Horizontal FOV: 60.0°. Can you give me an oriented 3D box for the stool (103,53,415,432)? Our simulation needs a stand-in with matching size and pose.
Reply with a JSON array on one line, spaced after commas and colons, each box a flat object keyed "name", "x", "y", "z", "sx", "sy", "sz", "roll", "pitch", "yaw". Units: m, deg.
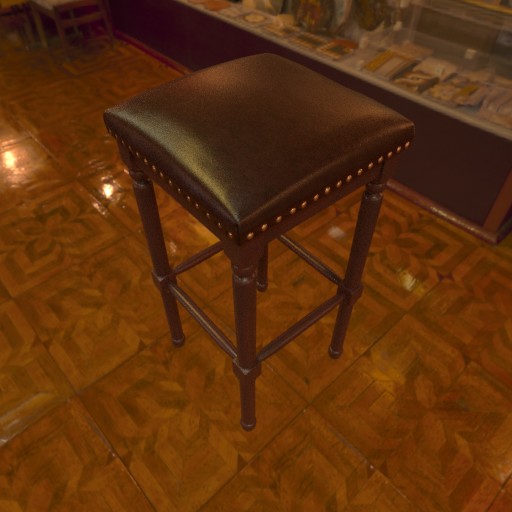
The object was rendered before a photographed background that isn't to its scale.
[{"name": "stool", "x": 0.000, "y": 0.000, "z": 0.987, "sx": 0.383, "sy": 0.768, "sz": 0.382, "roll": -31, "pitch": 54, "yaw": -26}]
